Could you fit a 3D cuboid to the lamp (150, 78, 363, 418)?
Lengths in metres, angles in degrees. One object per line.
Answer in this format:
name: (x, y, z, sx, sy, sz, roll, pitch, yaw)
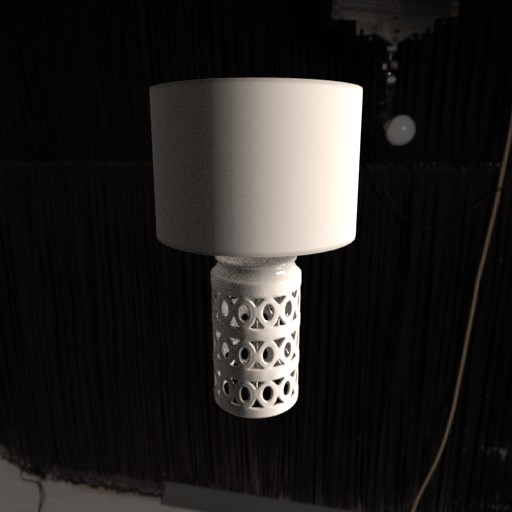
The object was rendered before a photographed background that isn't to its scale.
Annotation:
lamp: (0.000, 0.000, 0.717, 0.310, 0.502, 0.310, 0, 15, 0)
